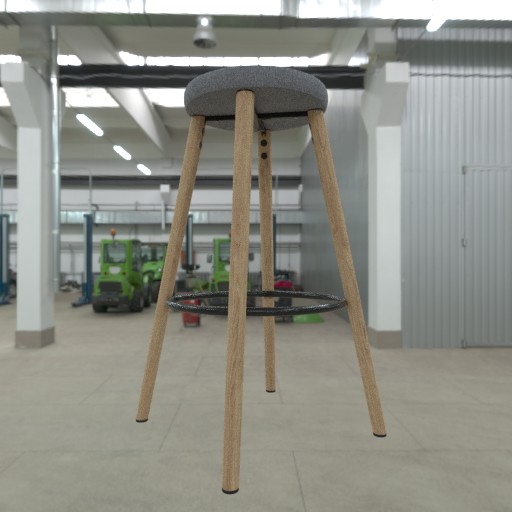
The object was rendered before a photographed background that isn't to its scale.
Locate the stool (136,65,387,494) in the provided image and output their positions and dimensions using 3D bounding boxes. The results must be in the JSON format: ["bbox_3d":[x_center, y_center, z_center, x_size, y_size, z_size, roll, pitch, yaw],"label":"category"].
[{"bbox_3d":[0.000,0.000,0.996,0.410,0.770,0.410,0,0,-36],"label":"stool"}]
